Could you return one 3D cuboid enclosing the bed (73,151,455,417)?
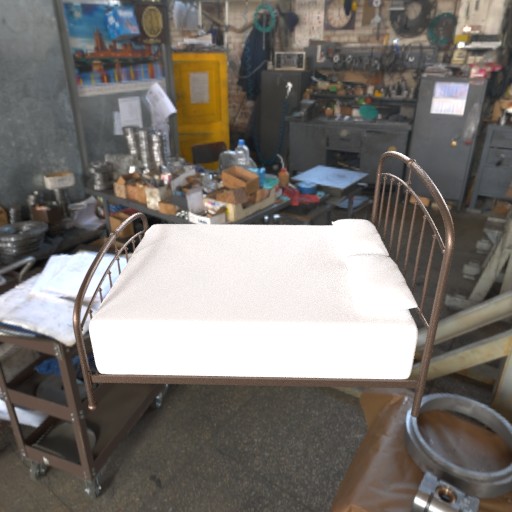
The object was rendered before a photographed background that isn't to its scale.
[{"bbox_3d":[0.000,0.000,3.328,2.168,1.475,1.711,1,26,1],"label":"bed"}]
